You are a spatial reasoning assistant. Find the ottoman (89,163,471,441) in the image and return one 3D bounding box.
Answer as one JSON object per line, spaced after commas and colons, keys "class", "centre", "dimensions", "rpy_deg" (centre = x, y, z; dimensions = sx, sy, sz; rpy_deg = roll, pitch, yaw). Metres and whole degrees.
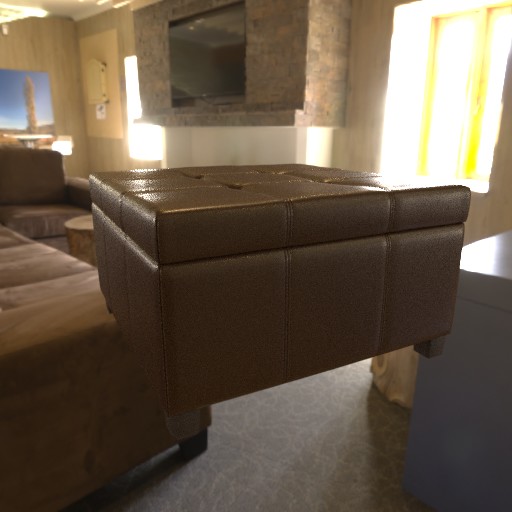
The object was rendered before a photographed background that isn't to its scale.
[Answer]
{"class": "ottoman", "centre": [0.000, 0.000, 1.279], "dimensions": [0.787, 0.460, 0.788], "rpy_deg": [-8, 18, -26]}
